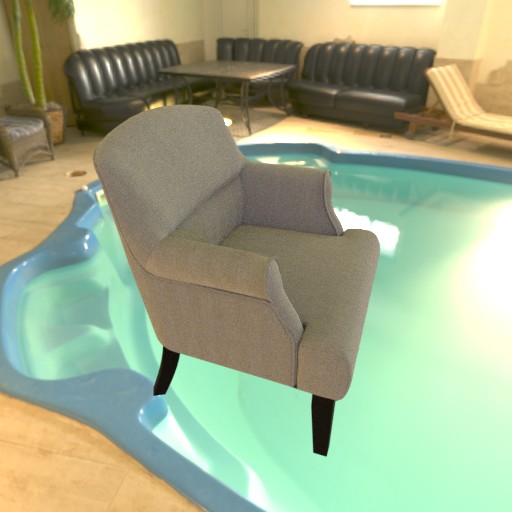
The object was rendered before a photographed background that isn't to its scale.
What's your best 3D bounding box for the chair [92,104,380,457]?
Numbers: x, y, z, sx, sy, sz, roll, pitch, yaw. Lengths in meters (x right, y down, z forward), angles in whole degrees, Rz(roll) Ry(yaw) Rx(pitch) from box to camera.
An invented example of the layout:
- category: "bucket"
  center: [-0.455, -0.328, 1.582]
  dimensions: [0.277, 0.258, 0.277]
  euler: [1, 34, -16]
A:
- category: "chair"
  center: [0.000, 0.000, 1.457]
  dimensions: [0.755, 0.880, 0.772]
  euler: [10, 31, 17]
